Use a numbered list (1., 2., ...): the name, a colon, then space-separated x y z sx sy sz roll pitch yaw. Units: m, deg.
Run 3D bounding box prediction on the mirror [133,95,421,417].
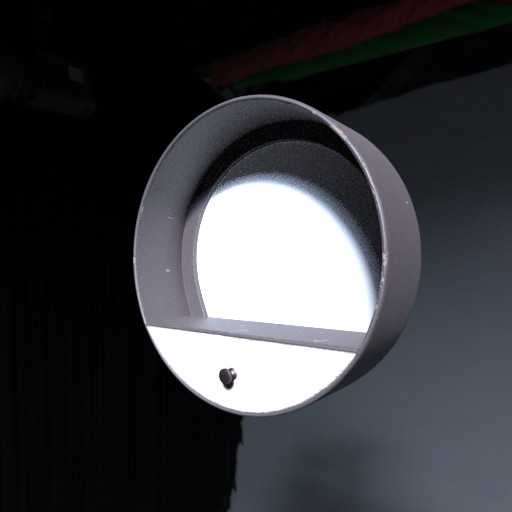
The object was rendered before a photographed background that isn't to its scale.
1. mirror: 0.000 0.000 0.577 0.386 0.386 0.126 -1 -1 37
